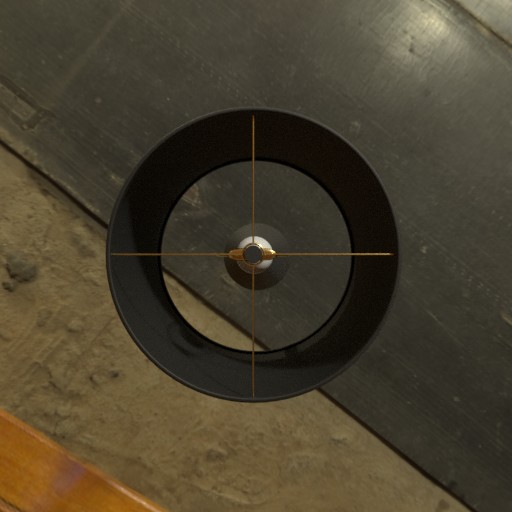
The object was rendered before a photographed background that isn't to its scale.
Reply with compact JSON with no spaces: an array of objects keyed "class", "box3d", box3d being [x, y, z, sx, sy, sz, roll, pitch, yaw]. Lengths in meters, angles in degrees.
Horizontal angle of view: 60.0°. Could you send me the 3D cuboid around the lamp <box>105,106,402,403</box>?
[{"class":"lamp","box3d":[0.000,0.000,0.826,0.359,0.584,0.359,0,90,1]}]
